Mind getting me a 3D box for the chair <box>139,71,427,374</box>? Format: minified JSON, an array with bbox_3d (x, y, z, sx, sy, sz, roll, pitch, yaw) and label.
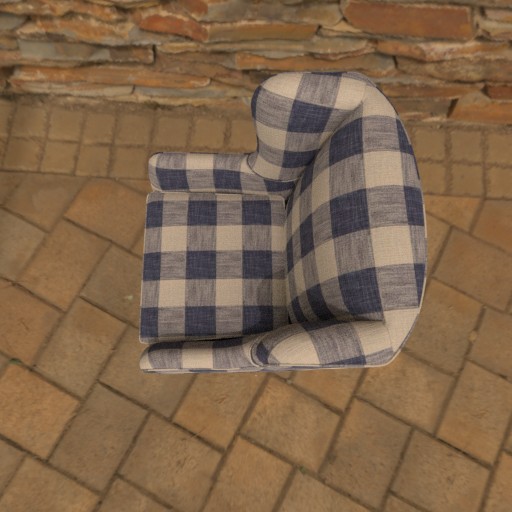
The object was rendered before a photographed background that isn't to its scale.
[{"bbox_3d":[0.000,0.000,1.643,0.889,1.041,0.830,-1,75,0],"label":"chair"}]
